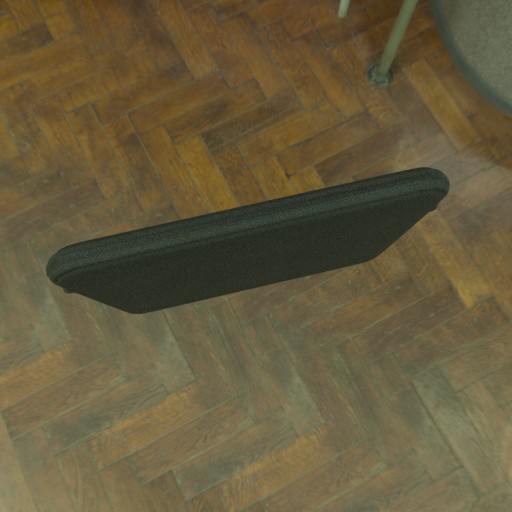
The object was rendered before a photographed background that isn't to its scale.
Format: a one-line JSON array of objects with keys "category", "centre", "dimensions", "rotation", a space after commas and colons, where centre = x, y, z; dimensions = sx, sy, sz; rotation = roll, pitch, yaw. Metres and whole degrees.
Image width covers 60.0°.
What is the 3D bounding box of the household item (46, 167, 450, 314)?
[{"category": "household item", "centre": [0.000, 0.000, 0.527], "dimensions": [0.396, 0.305, 0.030], "rotation": [-13, 77, -3]}]
